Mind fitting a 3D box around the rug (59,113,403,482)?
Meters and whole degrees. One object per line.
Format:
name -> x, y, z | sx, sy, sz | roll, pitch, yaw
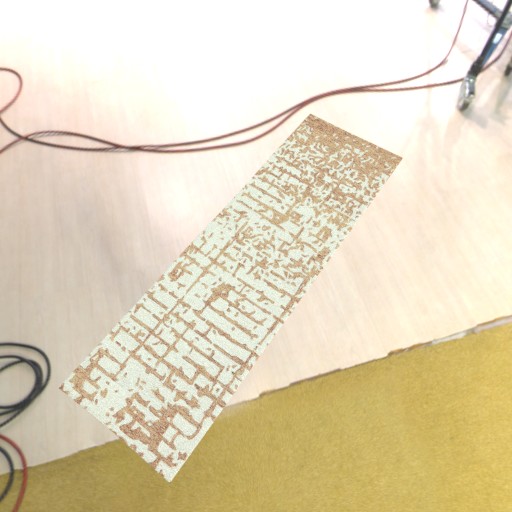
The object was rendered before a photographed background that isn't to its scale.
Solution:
rug -> 0.000, 0.000, 2.652 | 0.750, 0.011, 2.435 | 31, 65, 17
